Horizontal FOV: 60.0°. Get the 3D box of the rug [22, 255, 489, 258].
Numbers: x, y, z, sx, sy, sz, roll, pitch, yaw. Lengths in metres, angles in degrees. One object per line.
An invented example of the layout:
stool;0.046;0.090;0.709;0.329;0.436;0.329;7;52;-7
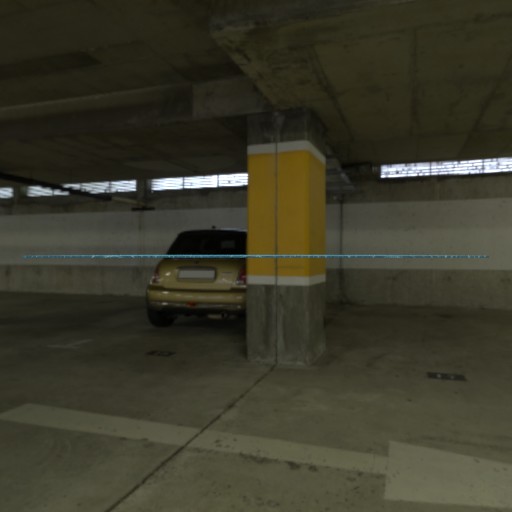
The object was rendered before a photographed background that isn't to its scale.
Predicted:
rug;0.000;0.000;4.086;3.033;0.012;2.432;0;0;1
